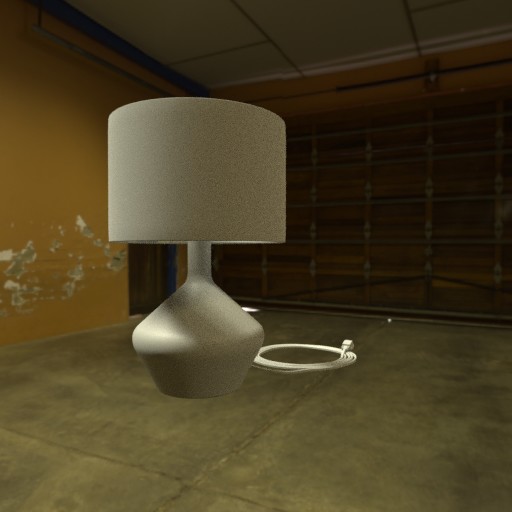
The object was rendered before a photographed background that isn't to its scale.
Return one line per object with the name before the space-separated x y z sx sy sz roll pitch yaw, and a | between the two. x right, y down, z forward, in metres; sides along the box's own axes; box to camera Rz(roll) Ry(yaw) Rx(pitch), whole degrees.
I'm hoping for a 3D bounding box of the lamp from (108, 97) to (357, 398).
lamp | 0.000 0.000 0.867 0.546 0.457 0.401 0 1 -18
